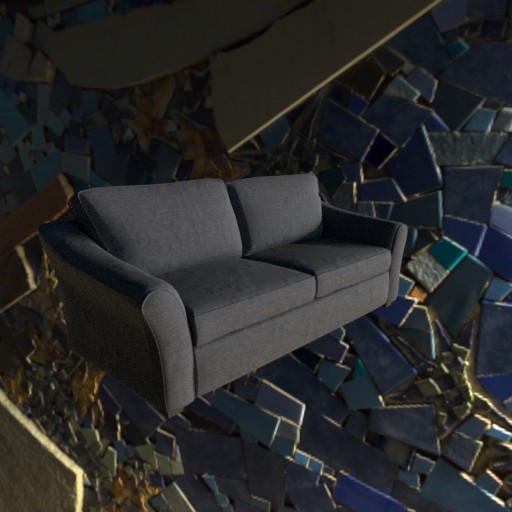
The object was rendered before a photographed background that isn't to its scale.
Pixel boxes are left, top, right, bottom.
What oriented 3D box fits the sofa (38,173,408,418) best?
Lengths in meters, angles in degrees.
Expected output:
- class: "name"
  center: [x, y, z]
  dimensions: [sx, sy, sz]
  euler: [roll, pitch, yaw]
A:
- class: "sofa"
  center: [0.000, 0.000, 2.785]
  dimensions: [0.971, 0.950, 2.270]
  euler: [13, 19, 43]
